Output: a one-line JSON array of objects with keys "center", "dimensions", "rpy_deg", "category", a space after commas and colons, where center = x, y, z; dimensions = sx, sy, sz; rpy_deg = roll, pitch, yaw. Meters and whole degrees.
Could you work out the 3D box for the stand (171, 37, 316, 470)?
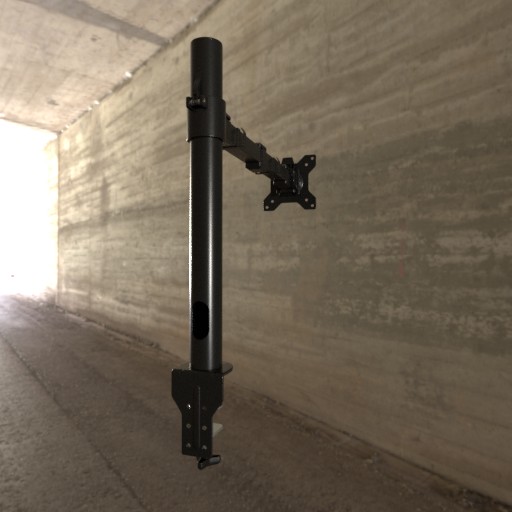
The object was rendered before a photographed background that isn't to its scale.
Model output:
[{"center": [0.000, 0.000, 0.721], "dimensions": [0.115, 0.510, 0.456], "rpy_deg": [0, -1, 18], "category": "stand"}]
